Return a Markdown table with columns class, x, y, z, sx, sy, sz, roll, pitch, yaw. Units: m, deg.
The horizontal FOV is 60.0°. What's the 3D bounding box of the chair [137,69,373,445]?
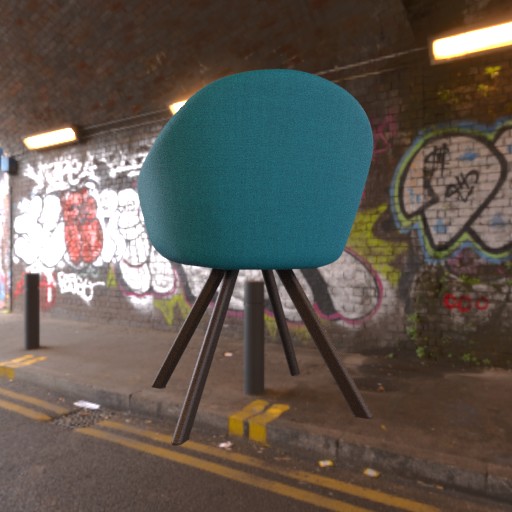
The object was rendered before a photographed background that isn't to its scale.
| class | x | y | z | sx | sy | sz | roll | pitch | yaw |
| --- | --- | --- | --- | --- | --- | --- | --- | --- | --- |
| chair | 0.000 | 0.000 | 1.178 | 0.590 | 0.795 | 0.550 | 0 | 0 | -19 |
